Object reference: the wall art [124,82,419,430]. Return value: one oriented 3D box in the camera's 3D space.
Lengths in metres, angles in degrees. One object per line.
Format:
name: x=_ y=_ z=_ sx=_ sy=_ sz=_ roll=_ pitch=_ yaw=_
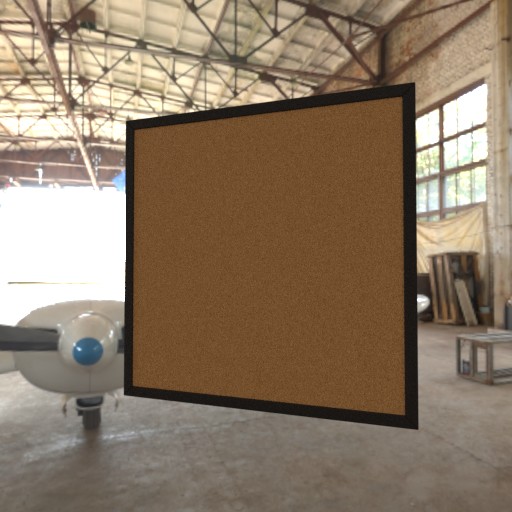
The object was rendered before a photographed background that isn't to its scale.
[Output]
wall art: x=0.000 y=0.000 z=1.117 sx=0.763 sy=0.763 sz=0.037 roll=-1 pitch=-2 yaw=20
